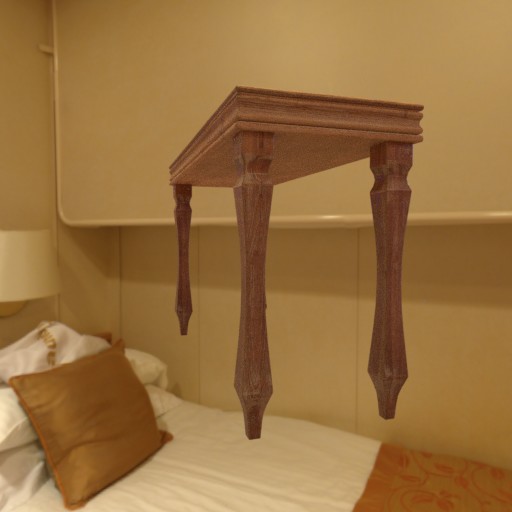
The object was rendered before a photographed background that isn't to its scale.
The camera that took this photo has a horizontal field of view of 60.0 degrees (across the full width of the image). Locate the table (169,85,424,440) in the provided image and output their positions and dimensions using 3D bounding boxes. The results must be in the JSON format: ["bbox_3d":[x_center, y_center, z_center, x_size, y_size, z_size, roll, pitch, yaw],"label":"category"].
[{"bbox_3d":[0.000,0.000,1.763,0.522,0.873,1.330,-1,3,-18],"label":"table"}]
